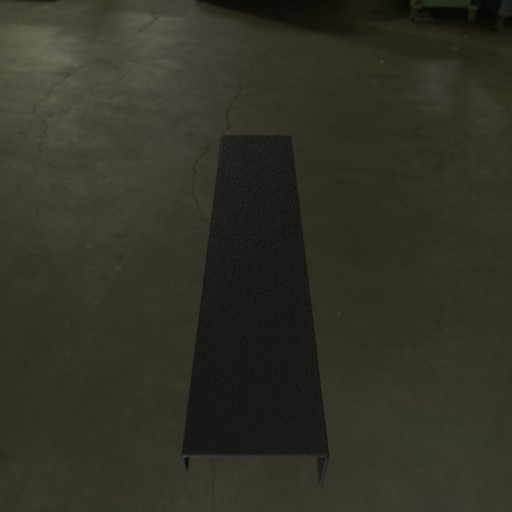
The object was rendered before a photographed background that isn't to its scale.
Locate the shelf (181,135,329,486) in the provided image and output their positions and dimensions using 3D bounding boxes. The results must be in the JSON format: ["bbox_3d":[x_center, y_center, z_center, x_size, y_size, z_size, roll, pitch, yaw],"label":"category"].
[{"bbox_3d":[0.000,0.000,0.484,0.102,0.053,0.456,0,42,0],"label":"shelf"}]
